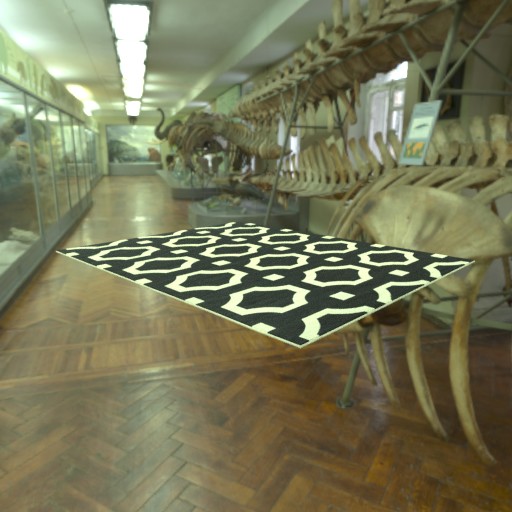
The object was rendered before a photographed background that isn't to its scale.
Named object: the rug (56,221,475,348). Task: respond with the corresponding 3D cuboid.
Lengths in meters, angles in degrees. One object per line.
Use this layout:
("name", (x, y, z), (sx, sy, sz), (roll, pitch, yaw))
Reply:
("rug", (0.000, 0.000, 4.126), (3.049, 0.021, 2.466), (13, 19, 43))
